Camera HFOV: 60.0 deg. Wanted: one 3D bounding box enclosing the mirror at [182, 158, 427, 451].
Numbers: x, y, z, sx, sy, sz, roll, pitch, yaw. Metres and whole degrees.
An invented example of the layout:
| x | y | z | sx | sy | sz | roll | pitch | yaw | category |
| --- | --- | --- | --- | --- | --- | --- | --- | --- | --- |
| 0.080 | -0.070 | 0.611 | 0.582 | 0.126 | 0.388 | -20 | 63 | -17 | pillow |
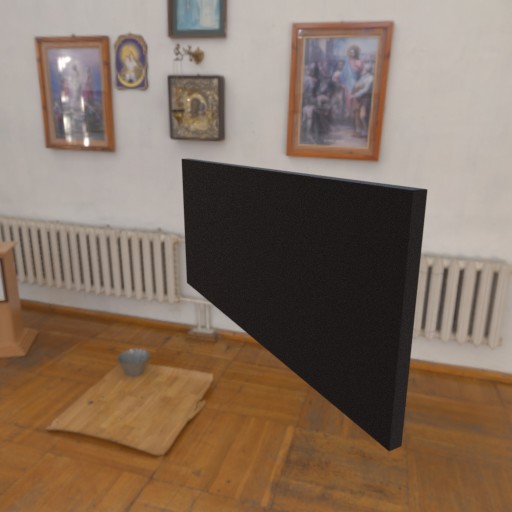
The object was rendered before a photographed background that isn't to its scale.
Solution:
| x | y | z | sx | sy | sz | roll | pitch | yaw | category |
| --- | --- | --- | --- | --- | --- | --- | --- | --- | --- |
| 0.000 | 0.000 | 1.769 | 0.047 | 0.692 | 1.584 | -8 | 17 | -27 | mirror |
